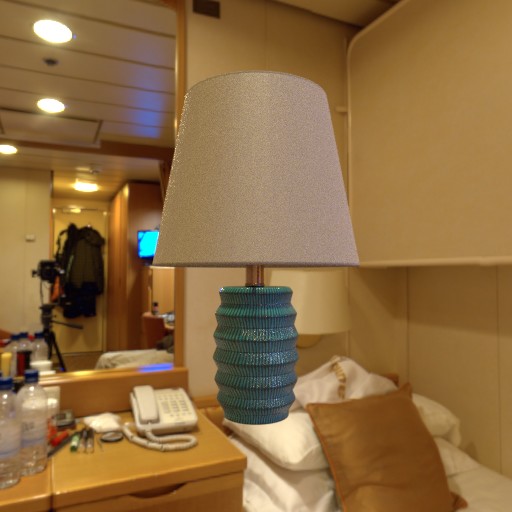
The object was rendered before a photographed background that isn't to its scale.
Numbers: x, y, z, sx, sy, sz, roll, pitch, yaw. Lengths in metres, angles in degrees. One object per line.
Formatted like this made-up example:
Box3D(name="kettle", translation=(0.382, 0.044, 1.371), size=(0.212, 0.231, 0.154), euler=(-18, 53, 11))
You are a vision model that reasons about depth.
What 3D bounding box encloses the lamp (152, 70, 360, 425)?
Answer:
Box3D(name="lamp", translation=(0.000, 0.000, 0.558), size=(0.254, 0.392, 0.254), euler=(0, -2, 0))
